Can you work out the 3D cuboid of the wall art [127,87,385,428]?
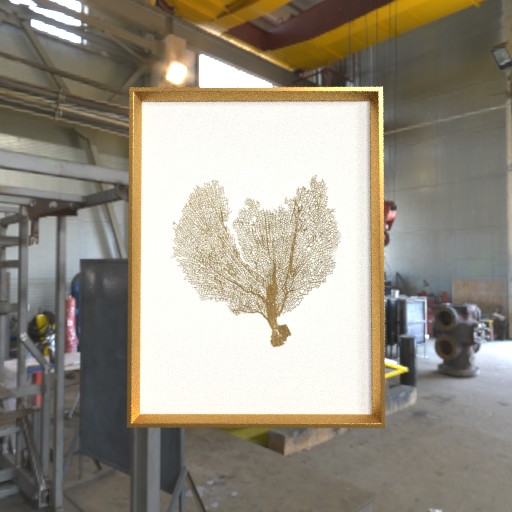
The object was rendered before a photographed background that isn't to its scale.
[{"bbox_3d":[0.000,0.000,1.074,0.610,0.812,0.038,0,-1,0],"label":"wall art"}]
